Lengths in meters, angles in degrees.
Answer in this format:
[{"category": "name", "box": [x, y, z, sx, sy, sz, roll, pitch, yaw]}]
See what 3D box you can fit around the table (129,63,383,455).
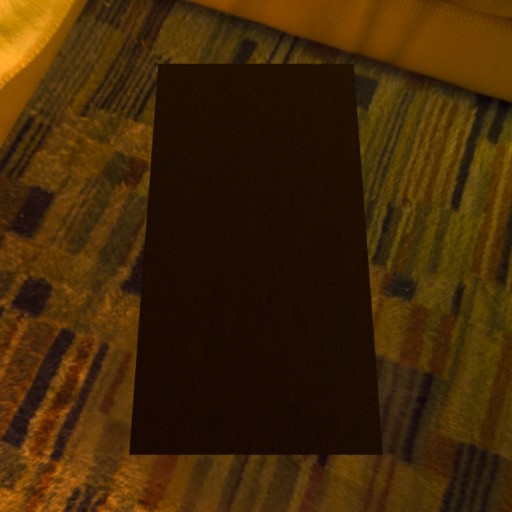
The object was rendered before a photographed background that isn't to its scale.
[{"category": "table", "box": [0.000, 0.000, 1.400, 0.597, 0.424, 1.099, 0, 74, 0]}]
